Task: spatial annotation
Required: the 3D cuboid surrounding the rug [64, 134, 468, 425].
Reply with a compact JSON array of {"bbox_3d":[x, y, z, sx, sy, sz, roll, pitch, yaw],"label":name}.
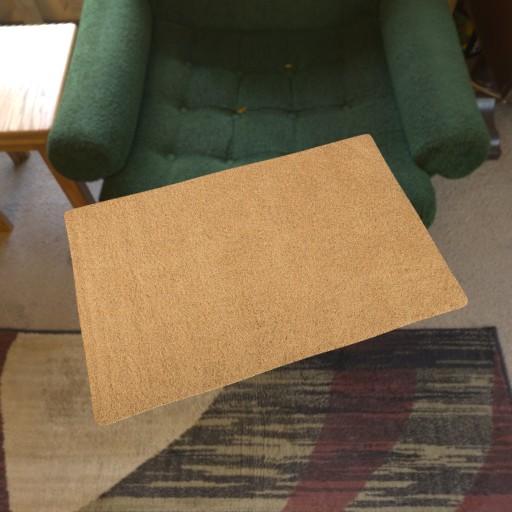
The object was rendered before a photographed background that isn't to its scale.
[{"bbox_3d":[0.000,0.000,2.952,2.349,0.025,1.500,-16,63,-8],"label":"rug"}]
